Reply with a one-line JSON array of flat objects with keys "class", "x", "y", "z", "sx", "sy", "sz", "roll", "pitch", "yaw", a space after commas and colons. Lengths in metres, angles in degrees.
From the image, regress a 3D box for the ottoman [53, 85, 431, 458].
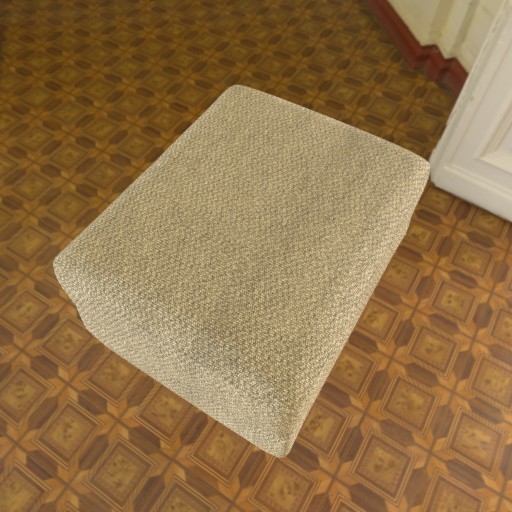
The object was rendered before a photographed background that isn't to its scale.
[{"class": "ottoman", "x": 0.000, "y": 0.000, "z": 1.146, "sx": 0.603, "sy": 0.476, "sz": 0.751, "roll": 27, "pitch": 61, "yaw": 16}]
